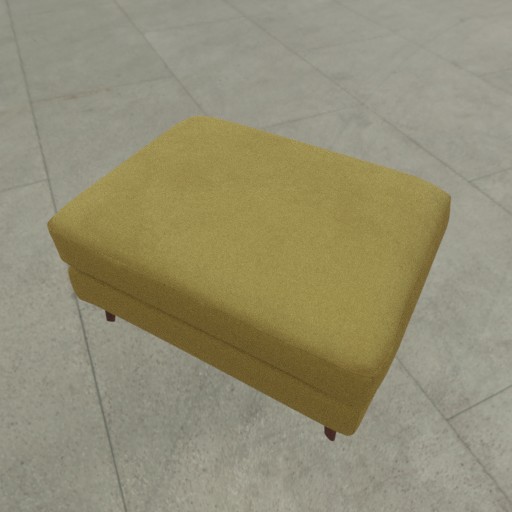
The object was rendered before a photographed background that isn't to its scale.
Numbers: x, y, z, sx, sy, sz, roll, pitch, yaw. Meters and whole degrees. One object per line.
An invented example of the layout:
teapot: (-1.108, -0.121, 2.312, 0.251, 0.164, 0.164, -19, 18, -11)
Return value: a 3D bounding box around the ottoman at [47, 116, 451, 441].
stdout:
ottoman: (0.000, 0.000, 1.153, 0.811, 0.449, 0.608, 22, 50, 20)
